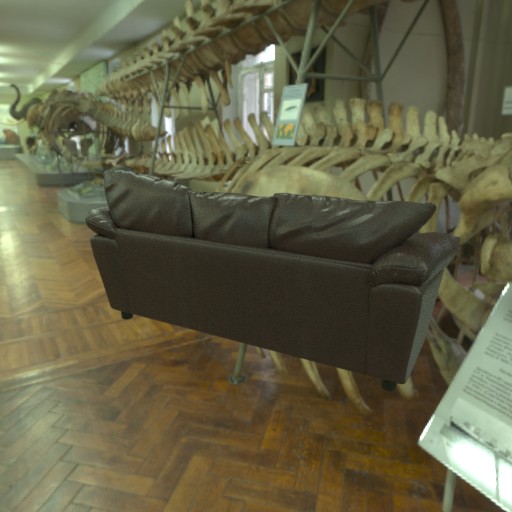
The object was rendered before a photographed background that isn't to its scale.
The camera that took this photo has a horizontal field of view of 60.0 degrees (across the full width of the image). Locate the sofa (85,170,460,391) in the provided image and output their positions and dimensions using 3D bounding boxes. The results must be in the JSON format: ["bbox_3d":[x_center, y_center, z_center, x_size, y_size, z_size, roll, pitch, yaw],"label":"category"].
[{"bbox_3d":[0.000,0.000,2.955,2.390,1.091,0.907,9,18,28],"label":"sofa"}]
